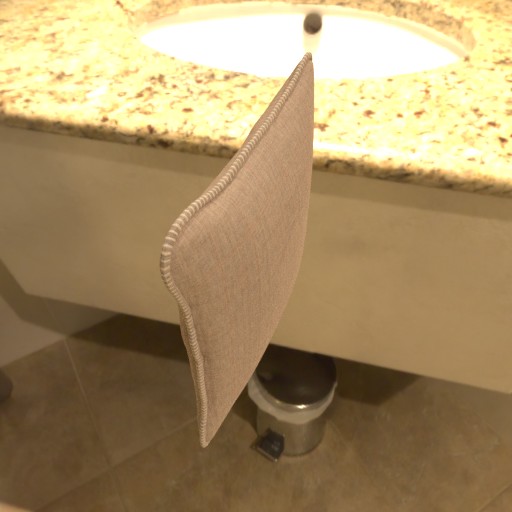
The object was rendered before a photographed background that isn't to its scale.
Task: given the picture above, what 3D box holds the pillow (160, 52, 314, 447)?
[{"bbox_3d":[0.000,0.000,0.728,0.124,0.494,0.485,16,49,15],"label":"pillow"}]
